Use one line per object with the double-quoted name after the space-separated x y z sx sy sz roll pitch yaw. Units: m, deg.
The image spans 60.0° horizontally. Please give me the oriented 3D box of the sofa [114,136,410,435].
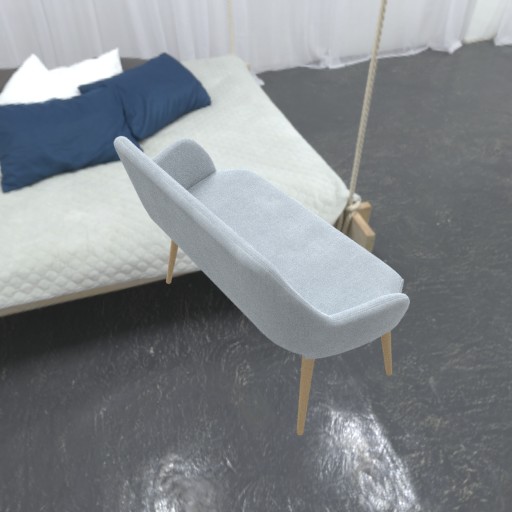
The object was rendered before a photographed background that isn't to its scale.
0.000 0.000 1.647 0.610 0.840 1.150 -28 50 -27 "sofa"
